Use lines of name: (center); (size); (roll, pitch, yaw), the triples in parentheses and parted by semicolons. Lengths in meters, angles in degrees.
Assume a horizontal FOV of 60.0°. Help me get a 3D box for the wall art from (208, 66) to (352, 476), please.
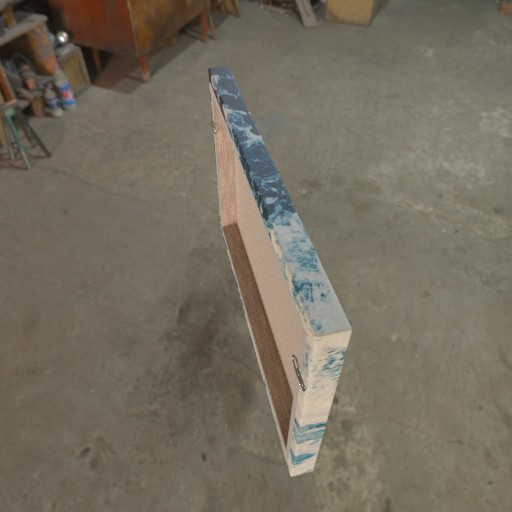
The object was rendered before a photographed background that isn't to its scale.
wall art: (0.000, 0.000, 0.773); (0.043, 0.407, 0.609); (-10, 47, -9)
